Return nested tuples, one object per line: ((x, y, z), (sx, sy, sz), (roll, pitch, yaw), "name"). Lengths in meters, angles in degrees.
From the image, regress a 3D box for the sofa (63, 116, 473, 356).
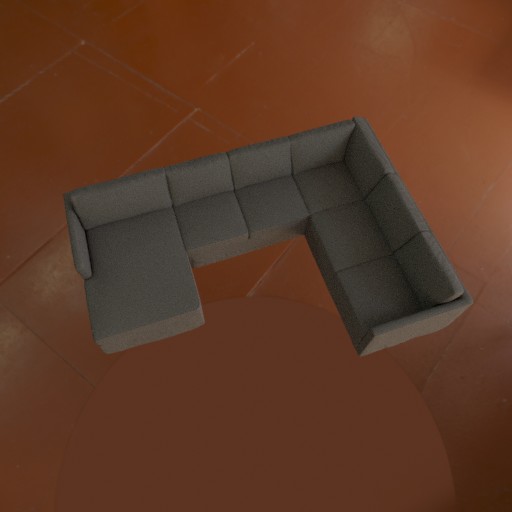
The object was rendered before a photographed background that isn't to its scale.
((0.000, 0.000, 4.595), (3.528, 0.878, 2.476), (-16, 64, -8), "sofa")
